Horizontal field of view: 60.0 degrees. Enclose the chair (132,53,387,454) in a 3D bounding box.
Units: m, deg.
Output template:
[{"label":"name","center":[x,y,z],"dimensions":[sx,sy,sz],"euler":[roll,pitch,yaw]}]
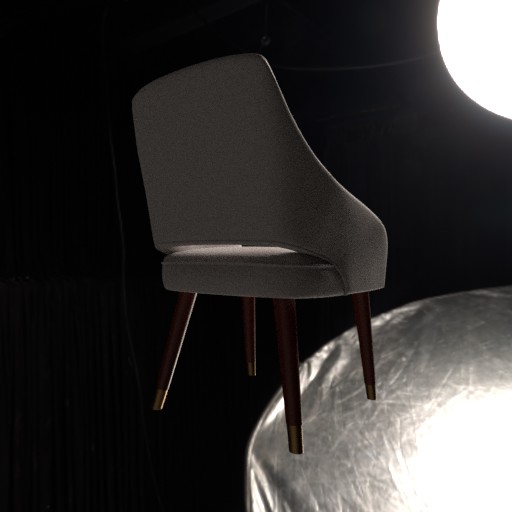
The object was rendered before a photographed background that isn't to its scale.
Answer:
[{"label":"chair","center":[0.000,0.000,1.282],"dimensions":[0.609,0.889,0.600],"euler":[0,0,37]}]
